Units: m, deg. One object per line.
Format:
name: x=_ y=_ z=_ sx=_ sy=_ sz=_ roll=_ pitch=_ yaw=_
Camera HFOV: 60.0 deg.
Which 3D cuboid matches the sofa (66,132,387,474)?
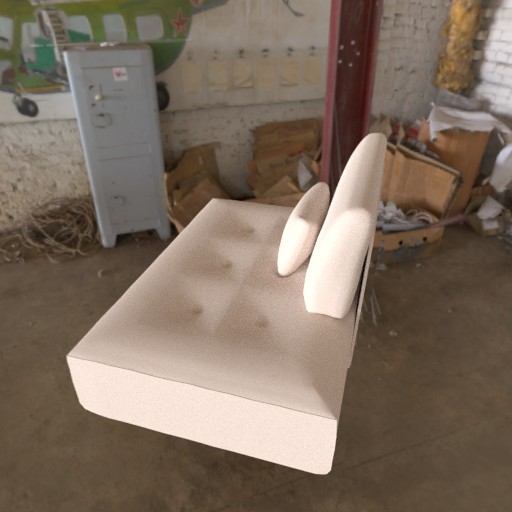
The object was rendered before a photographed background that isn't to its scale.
sofa: x=0.000 y=0.000 z=2.014 sx=1.000 sy=0.820 sz=1.450 roll=9 pitch=33 yaw=14
